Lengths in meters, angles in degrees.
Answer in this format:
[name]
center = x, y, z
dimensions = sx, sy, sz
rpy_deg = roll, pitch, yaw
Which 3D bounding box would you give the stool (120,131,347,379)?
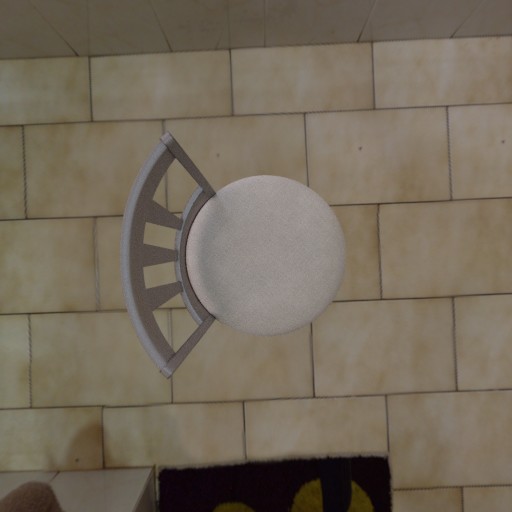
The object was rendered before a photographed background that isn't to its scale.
[stool]
center = 0.000, 0.000, 1.274
dimensions = 0.475, 1.023, 0.436
rpy_deg = 0, 90, 0
